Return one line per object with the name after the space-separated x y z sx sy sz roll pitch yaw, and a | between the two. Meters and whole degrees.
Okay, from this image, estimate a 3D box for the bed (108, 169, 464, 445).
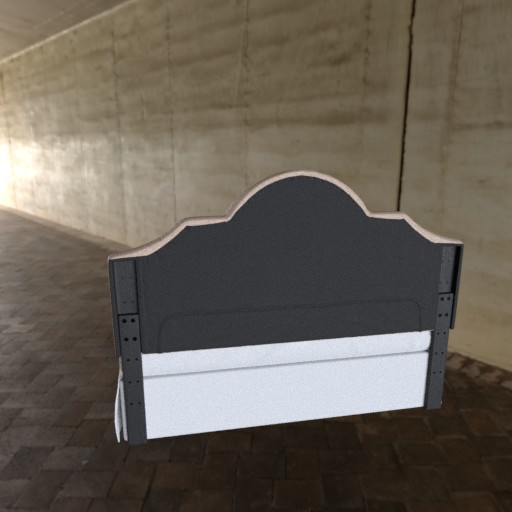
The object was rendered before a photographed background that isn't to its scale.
0.000 0.000 2.881 1.667 1.194 1.970 -3 14 -11 | bed
